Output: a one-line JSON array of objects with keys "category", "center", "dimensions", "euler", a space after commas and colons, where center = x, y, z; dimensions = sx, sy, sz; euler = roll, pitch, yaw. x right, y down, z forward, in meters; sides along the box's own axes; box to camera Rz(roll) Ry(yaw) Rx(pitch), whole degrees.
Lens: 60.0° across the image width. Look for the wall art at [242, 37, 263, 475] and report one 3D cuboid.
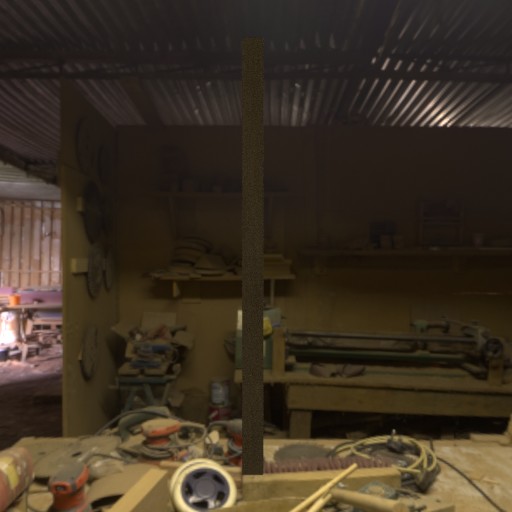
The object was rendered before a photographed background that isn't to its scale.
[{"category": "wall art", "center": [0.000, 0.000, 0.457], "dimensions": [0.015, 0.303, 0.303], "euler": [0, 0, 1]}]
